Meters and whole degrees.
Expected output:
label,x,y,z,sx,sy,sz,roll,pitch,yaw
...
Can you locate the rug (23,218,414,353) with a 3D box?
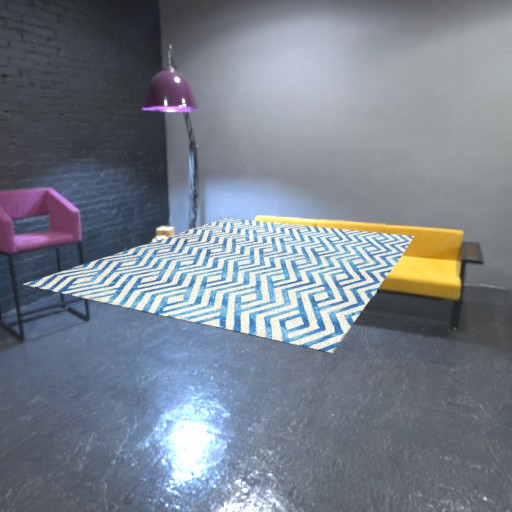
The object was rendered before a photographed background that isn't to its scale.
label,x,y,z,sx,sy,sz,roll,pitch,yaw
rug,0.000,0.000,4.171,2.453,0.008,3.059,8,17,26
